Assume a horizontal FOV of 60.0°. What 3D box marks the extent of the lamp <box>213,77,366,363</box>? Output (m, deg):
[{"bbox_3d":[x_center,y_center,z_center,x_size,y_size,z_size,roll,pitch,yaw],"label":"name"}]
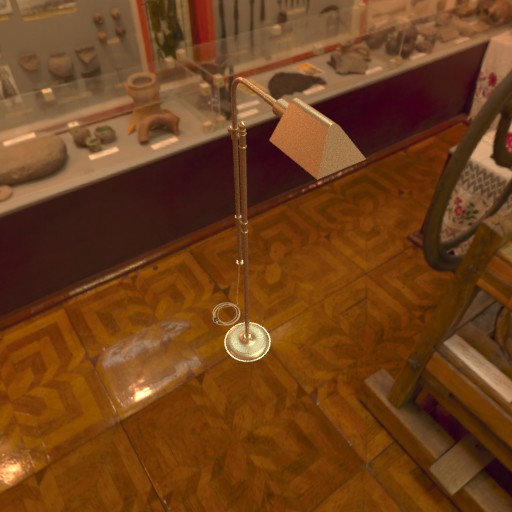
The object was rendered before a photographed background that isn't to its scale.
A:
[{"bbox_3d":[0.000,0.000,1.870,0.256,1.571,0.813,-25,52,-22],"label":"lamp"}]
